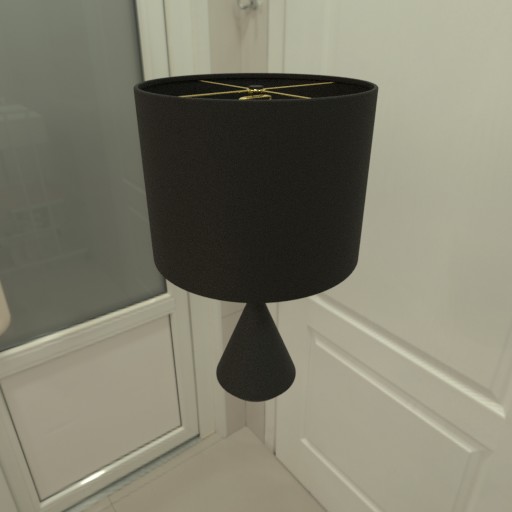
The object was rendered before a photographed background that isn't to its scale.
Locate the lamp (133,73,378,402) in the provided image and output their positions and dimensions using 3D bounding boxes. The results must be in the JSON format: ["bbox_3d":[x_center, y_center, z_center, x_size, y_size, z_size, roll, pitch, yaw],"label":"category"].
[{"bbox_3d":[0.000,0.000,0.800,0.359,0.584,0.359,-19,33,-33],"label":"lamp"}]
